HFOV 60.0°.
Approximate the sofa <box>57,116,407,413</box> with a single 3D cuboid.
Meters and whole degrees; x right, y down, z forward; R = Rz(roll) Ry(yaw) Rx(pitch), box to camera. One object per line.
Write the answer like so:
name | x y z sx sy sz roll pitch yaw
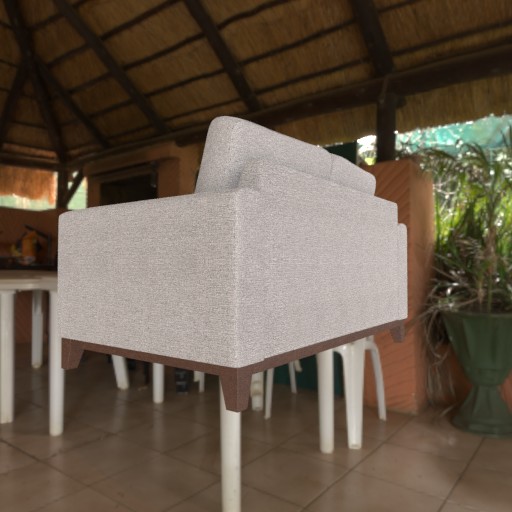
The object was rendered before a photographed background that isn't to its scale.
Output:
sofa | 0.000 0.000 2.007 0.917 0.873 1.420 -1 -2 36
